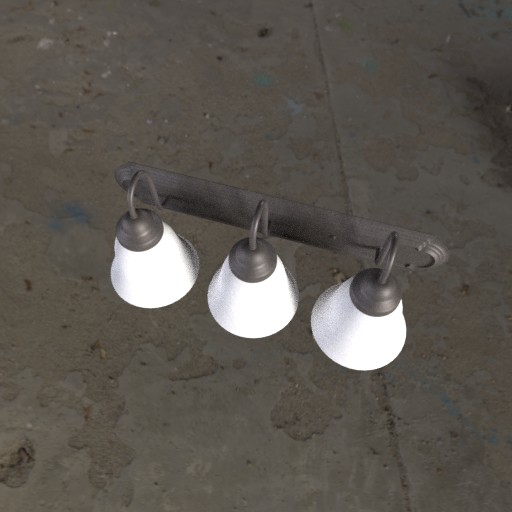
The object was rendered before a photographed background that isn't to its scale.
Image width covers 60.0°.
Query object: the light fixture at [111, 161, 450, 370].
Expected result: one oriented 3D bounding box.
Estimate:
[{"bbox_3d":[0.000,0.000,0.715,0.610,0.222,0.199,15,61,8],"label":"light fixture"}]
